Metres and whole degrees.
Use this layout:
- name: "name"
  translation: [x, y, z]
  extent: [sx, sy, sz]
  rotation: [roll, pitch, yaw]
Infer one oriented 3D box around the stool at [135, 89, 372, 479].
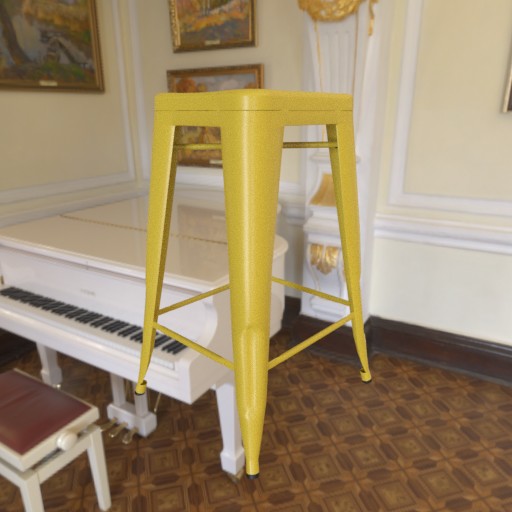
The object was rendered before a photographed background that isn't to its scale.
- name: "stool"
  translation: [0.000, 0.000, 0.884]
  extent: [0.359, 0.609, 0.399]
  rotation: [16, 24, 40]
